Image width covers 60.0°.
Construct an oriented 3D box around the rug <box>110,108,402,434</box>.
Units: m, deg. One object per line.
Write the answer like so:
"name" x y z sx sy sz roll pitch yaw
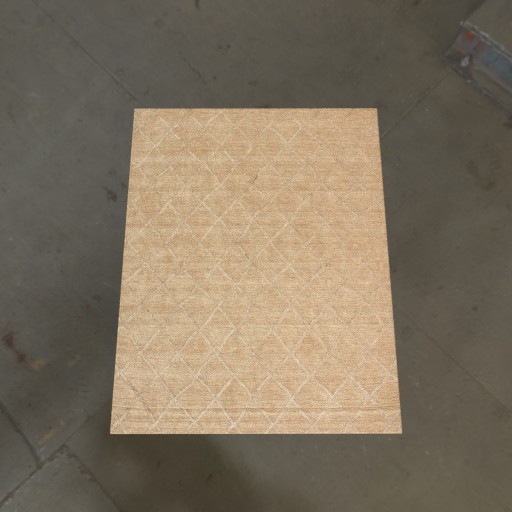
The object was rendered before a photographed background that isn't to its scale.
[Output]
"rug" 0.000 0.000 4.051 2.420 0.019 3.039 0 76 0
